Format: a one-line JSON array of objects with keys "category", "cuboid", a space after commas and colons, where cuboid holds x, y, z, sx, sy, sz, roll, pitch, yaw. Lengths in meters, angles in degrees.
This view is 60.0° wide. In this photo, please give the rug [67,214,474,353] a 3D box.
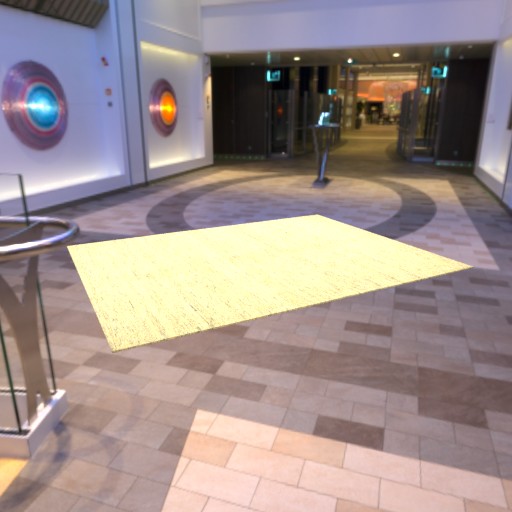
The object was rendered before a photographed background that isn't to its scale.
[{"category": "rug", "cuboid": [0.000, 0.000, 4.341, 3.201, 0.014, 2.437, -9, 20, -26]}]
